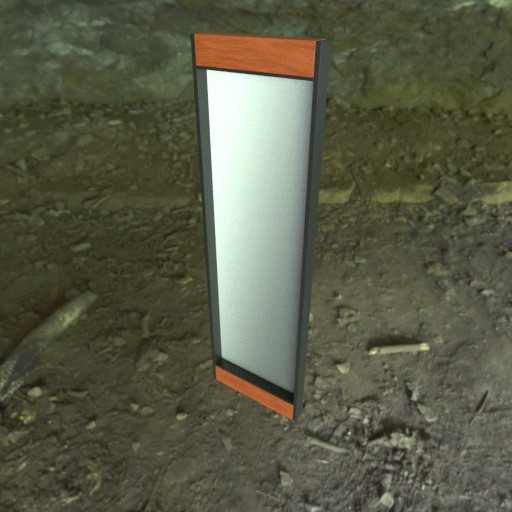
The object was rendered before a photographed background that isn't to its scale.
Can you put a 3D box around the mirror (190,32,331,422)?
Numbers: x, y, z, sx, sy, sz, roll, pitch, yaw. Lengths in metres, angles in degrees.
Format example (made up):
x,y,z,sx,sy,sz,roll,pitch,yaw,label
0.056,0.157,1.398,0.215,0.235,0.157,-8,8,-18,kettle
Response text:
x,y,z,sx,sy,sz,roll,pitch,yaw,label
0.000,0.000,1.259,0.343,1.123,0.047,19,36,29,mirror
